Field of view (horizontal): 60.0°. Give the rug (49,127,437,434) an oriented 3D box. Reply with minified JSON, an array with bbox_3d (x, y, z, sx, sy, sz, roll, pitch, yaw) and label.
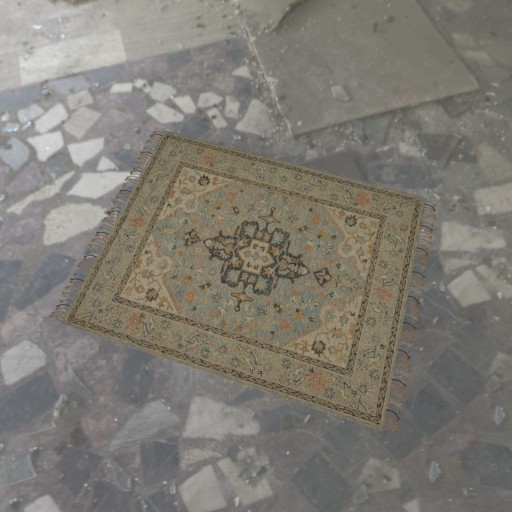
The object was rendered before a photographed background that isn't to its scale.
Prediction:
[{"bbox_3d":[0.000,0.000,3.558,2.651,0.010,1.971,16,65,8],"label":"rug"}]
